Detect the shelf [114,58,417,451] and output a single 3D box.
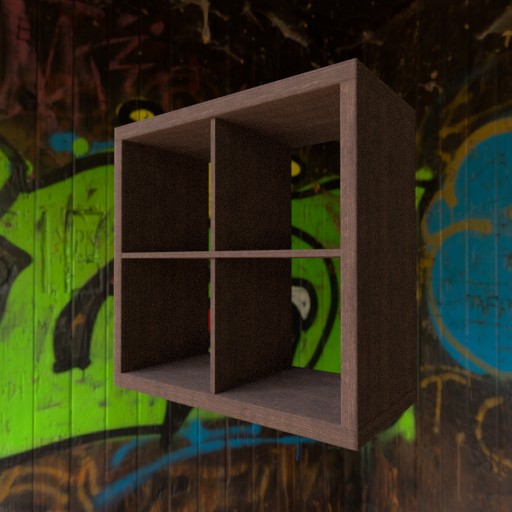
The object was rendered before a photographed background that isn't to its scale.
[{"bbox_3d":[0.000,0.000,1.277,0.790,0.786,0.390,-1,-1,36],"label":"shelf"}]
